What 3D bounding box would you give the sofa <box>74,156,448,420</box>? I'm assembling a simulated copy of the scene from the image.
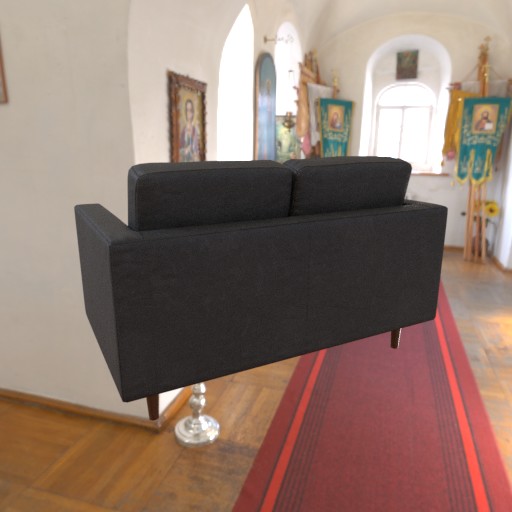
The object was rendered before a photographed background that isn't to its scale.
[{"bbox_3d":[0.000,0.000,2.031,1.430,0.899,0.879,-8,17,-27],"label":"sofa"}]
